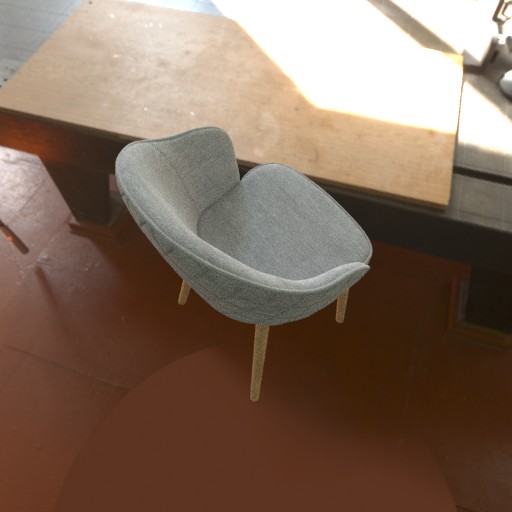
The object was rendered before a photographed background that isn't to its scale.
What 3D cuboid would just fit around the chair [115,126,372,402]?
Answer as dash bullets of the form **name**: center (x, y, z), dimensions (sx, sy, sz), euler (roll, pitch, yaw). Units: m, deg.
- **chair**: center (0.000, 0.000, 1.184), dimensions (0.530, 0.800, 0.540), euler (-33, 63, -19)
